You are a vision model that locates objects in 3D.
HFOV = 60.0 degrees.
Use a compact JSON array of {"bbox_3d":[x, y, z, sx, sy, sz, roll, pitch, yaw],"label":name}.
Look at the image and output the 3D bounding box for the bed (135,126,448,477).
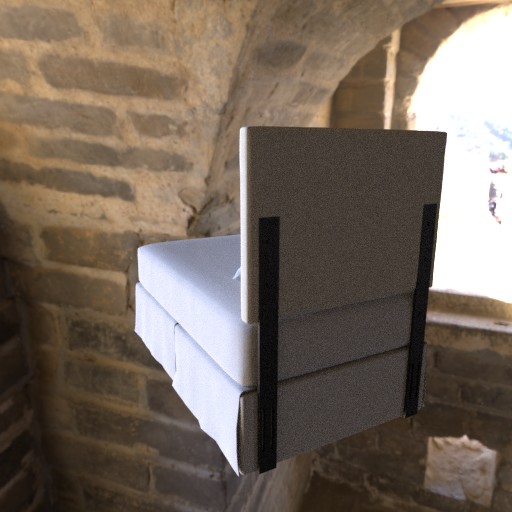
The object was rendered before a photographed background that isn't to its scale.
[{"bbox_3d":[0.000,0.000,2.971,1.261,1.571,1.997,-7,15,-27],"label":"bed"}]
